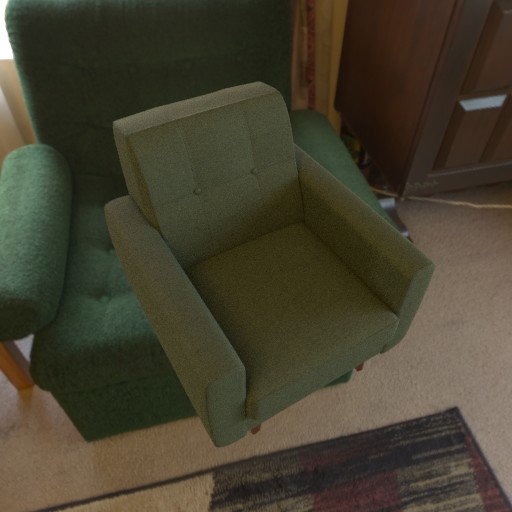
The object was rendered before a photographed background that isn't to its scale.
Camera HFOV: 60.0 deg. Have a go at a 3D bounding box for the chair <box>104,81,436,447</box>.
[{"bbox_3d":[0.000,0.000,1.586,0.831,0.841,0.909,-24,51,-21],"label":"chair"}]
